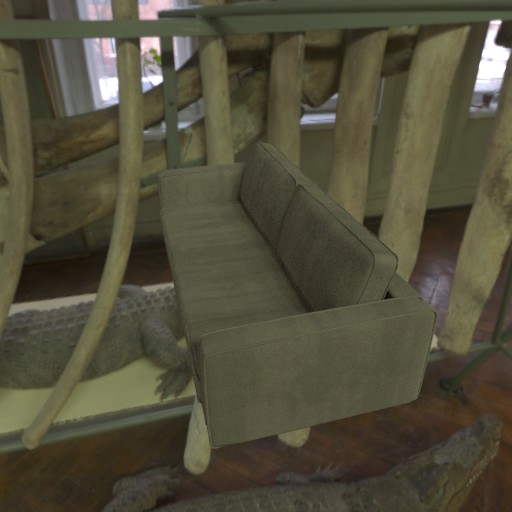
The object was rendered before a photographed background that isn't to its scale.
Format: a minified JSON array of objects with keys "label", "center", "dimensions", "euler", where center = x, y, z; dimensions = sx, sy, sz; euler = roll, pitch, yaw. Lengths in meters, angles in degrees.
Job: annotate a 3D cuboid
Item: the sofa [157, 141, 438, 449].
[{"label":"sofa","center":[0.000,0.000,2.443],"dimensions":[0.924,0.825,1.920],"euler":[-8,31,-13]}]
